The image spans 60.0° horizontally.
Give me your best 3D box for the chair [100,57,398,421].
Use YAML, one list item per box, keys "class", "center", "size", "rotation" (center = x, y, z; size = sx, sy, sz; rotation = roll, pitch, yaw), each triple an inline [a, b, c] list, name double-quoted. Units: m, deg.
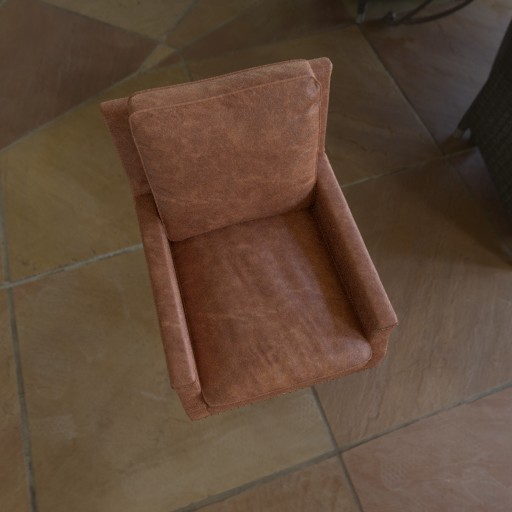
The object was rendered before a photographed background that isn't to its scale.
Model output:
- class: "chair"
  center: [0.000, 0.000, 1.777]
  size: [0.854, 1.054, 1.035]
  rotation: [-14, 64, -7]
